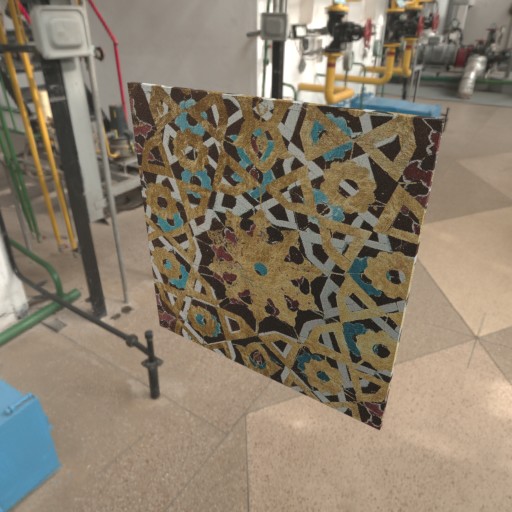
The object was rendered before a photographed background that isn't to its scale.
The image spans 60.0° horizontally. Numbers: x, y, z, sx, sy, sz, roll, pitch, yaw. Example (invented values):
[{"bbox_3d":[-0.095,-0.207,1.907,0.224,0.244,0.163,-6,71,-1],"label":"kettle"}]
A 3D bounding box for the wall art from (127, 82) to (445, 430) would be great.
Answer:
[{"bbox_3d":[0.000,0.000,0.594,0.404,0.406,0.010,18,34,29],"label":"wall art"}]
